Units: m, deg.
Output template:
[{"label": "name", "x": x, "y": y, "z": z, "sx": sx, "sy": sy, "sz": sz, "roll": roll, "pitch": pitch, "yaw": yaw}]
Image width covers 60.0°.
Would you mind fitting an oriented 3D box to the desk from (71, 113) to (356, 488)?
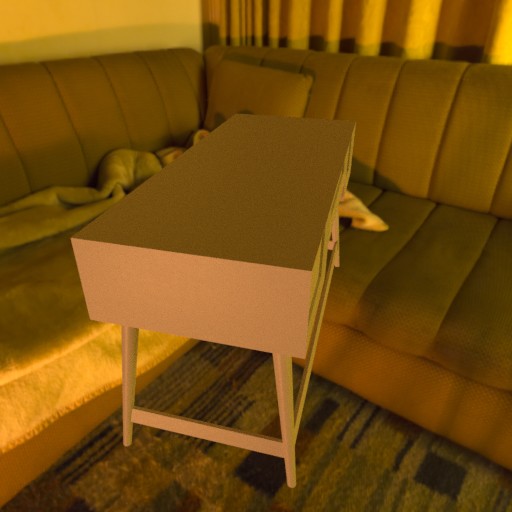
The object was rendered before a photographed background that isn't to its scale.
[{"label": "desk", "x": 0.000, "y": 0.000, "z": 1.720, "sx": 0.589, "sy": 0.762, "sz": 1.313, "roll": 8, "pitch": 31, "yaw": 13}]
